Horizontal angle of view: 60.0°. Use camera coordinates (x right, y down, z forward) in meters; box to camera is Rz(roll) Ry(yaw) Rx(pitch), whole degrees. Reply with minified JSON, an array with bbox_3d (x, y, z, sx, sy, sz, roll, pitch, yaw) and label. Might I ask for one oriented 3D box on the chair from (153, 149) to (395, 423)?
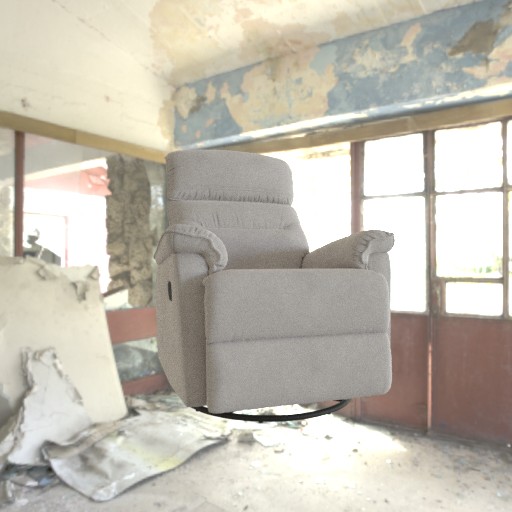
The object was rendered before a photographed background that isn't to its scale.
[{"bbox_3d":[0.000,0.000,1.796,0.820,1.039,1.001,0,0,-19],"label":"chair"}]
